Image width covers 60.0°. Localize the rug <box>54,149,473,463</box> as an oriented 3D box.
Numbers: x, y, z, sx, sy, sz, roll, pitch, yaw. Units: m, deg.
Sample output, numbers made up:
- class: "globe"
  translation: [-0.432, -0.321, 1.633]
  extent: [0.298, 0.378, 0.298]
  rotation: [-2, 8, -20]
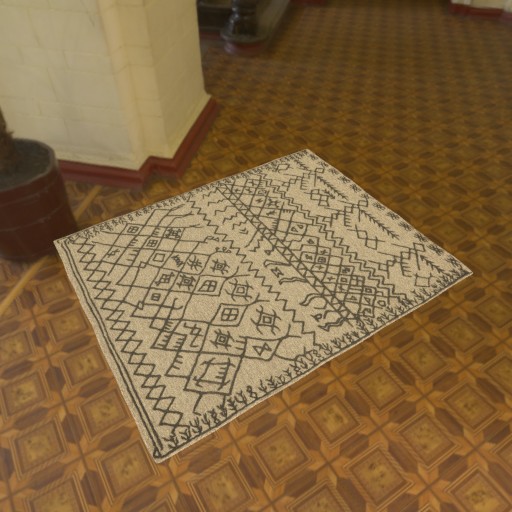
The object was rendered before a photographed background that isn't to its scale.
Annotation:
- class: "rug"
  translation: [0.000, 0.000, 3.273]
  extent: [2.455, 0.025, 1.964]
  rotation: [-24, 50, -22]
